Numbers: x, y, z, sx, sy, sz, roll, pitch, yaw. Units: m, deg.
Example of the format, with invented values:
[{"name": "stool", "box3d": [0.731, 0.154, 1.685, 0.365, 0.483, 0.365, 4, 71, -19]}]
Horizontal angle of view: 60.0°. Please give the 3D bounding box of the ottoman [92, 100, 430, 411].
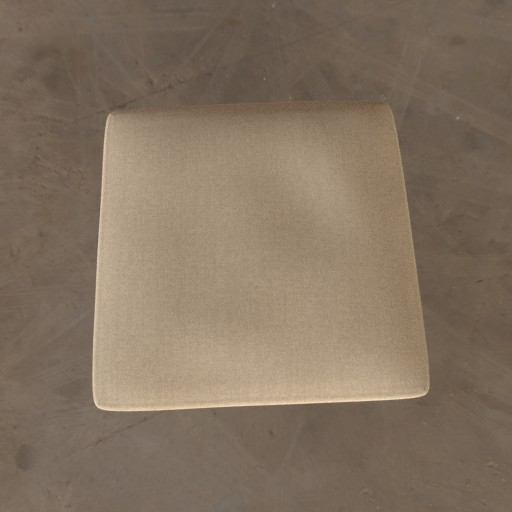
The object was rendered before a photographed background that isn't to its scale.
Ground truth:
[{"name": "ottoman", "box3d": [0.000, 0.000, 1.328, 0.843, 0.436, 0.840, -2, 75, -1]}]
